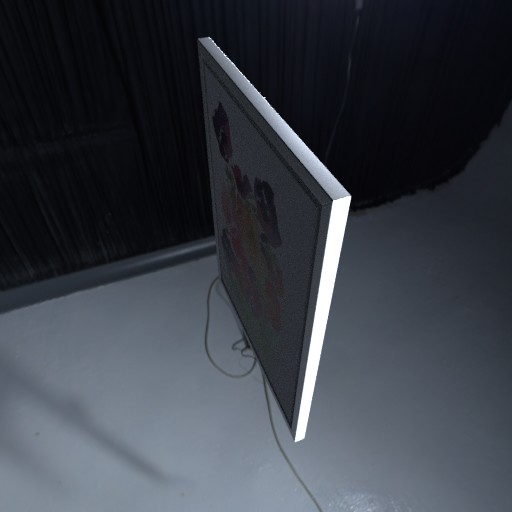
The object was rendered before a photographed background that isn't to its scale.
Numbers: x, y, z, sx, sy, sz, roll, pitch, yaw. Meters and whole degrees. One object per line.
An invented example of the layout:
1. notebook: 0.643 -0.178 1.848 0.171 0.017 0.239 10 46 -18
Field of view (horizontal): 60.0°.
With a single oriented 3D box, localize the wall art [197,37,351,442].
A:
1. wall art: 0.000 0.000 1.410 0.042 1.056 0.805 -16 48 -15
